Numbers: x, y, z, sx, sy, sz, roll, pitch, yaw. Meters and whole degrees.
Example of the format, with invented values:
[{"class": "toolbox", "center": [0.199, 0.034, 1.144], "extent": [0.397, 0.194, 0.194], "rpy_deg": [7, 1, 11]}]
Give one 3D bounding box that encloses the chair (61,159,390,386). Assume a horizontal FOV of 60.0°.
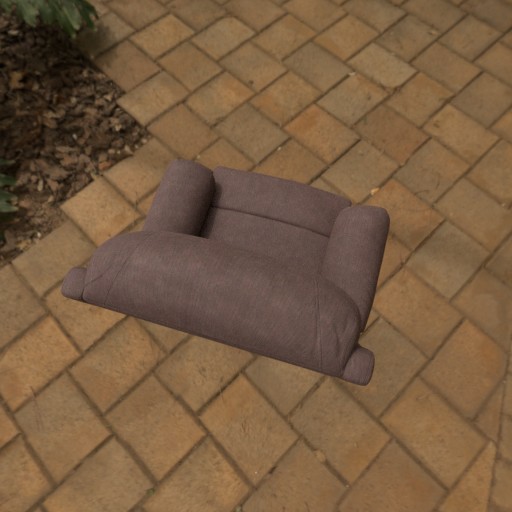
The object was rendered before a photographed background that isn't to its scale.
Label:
[{"class": "chair", "center": [0.000, 0.000, 1.698], "extent": [0.930, 1.011, 0.899], "rpy_deg": [15, 65, 7]}]
